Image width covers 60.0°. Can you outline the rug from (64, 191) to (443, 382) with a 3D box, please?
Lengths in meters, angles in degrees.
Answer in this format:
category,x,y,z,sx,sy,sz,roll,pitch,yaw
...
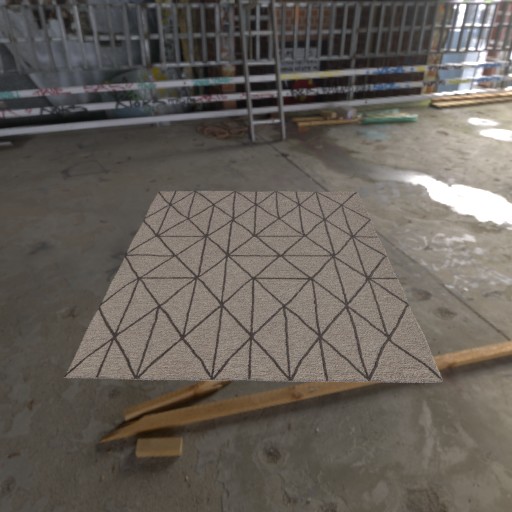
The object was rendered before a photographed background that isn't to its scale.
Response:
category,x,y,z,sx,sy,sz,roll,pitch,yaw
rug,0.000,0.000,4.148,2.468,0.022,3.061,0,31,1
